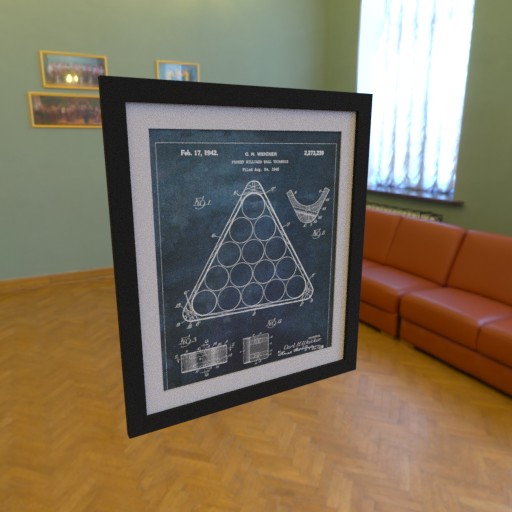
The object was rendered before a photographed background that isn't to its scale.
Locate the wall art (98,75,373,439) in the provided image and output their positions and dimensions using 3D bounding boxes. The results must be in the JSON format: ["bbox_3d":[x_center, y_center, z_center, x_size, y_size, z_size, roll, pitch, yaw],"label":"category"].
[{"bbox_3d":[0.000,0.000,0.502,0.311,0.361,0.010,-8,16,-28],"label":"wall art"}]
